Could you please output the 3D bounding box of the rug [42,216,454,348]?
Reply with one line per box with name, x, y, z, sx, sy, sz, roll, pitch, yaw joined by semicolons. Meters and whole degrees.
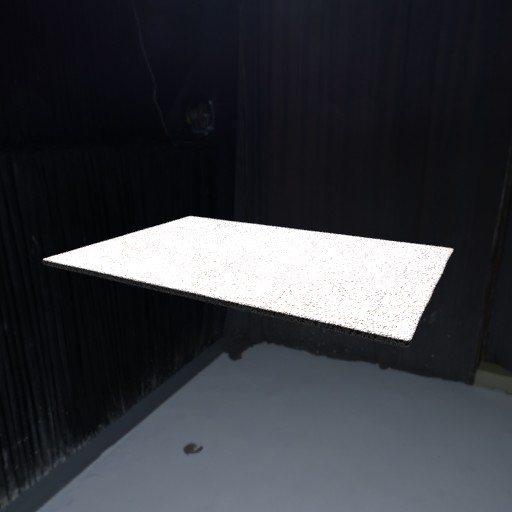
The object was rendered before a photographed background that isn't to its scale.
rug;0.000;0.000;2.305;1.778;0.030;1.219;9;19;28
